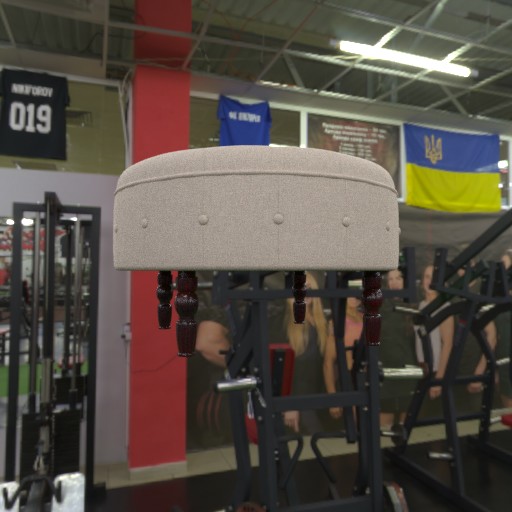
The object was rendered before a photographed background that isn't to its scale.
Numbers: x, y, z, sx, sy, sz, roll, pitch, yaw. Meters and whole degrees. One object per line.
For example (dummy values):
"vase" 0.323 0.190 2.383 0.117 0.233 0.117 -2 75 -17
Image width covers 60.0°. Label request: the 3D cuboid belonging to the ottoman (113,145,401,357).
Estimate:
"ottoman" 0.000 0.000 1.381 0.848 0.494 0.848 0 -2 0
